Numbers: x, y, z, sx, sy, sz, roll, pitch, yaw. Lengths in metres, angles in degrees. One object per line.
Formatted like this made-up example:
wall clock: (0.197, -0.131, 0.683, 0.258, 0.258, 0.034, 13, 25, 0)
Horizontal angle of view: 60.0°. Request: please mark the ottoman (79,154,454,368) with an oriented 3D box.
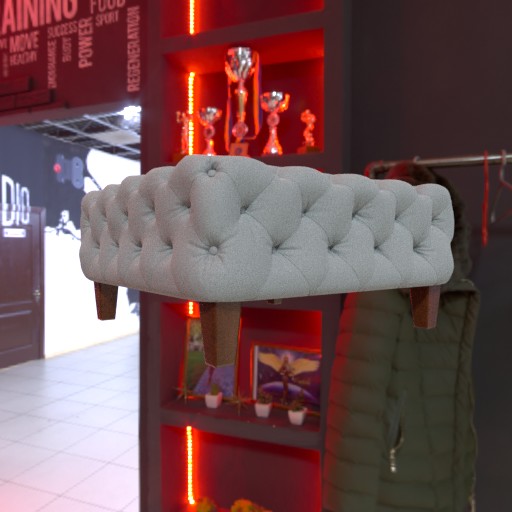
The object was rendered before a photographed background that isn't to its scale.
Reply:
ottoman: (0.000, 0.000, 1.440, 0.917, 0.439, 0.911, -1, 1, -36)
